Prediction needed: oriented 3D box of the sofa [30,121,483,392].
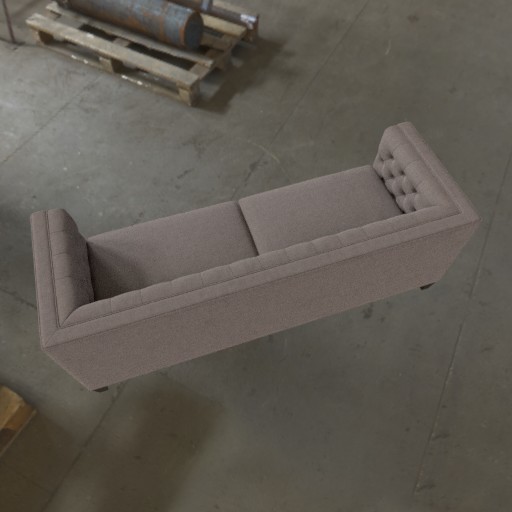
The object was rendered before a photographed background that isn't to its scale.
[{"bbox_3d":[0.000,0.000,2.548,2.159,0.762,0.775,-16,59,-10],"label":"sofa"}]
